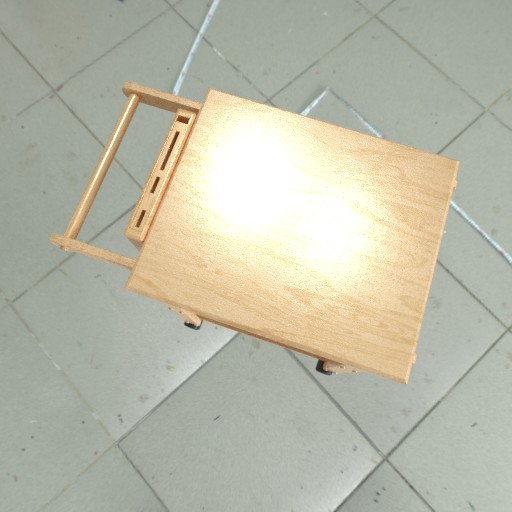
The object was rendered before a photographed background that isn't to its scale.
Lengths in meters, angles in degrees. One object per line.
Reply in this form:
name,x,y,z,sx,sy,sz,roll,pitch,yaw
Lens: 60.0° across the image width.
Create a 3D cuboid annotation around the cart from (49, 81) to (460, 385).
cart,0.000,0.000,1.365,0.843,0.816,0.520,18,75,5
